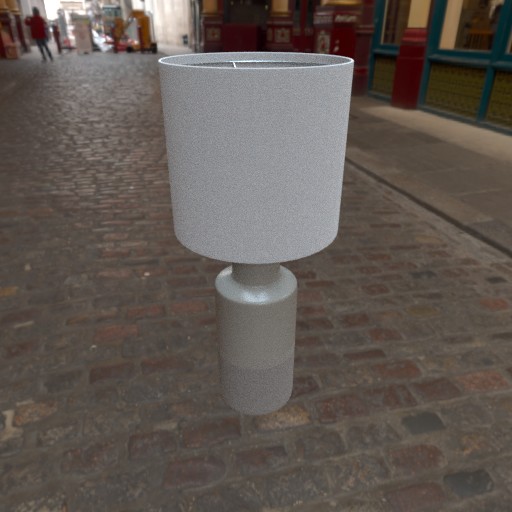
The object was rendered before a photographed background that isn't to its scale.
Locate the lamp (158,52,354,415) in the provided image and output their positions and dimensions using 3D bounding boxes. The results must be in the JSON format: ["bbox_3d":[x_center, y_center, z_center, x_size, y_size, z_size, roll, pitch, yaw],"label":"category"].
[{"bbox_3d":[0.000,0.000,0.604,0.212,0.493,0.212,-8,29,-15],"label":"lamp"}]
